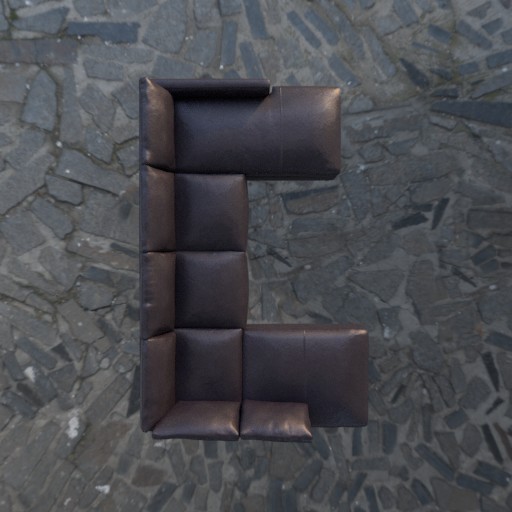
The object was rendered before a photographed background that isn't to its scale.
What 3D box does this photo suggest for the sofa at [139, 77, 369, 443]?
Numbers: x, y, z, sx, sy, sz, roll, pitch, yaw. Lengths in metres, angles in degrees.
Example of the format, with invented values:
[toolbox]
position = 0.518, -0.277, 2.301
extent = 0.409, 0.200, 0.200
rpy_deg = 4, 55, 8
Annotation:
[sofa]
position = 0.000, 0.000, 3.859
extent = 1.939, 0.900, 2.956
rpy_deg = 0, 91, 1
